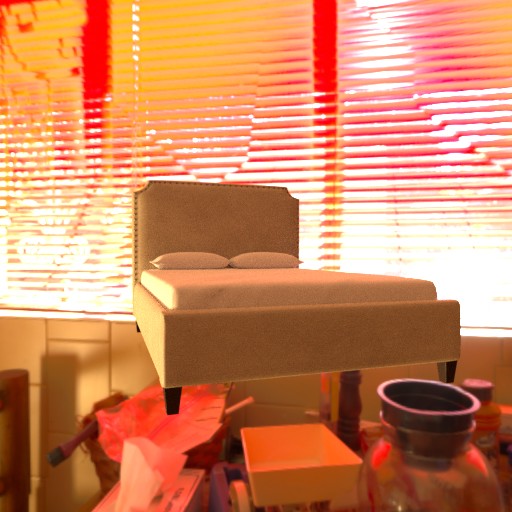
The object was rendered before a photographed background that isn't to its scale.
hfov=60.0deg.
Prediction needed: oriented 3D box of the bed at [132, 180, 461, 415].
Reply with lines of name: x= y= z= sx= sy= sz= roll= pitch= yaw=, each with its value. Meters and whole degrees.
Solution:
bed: x=0.000 y=0.000 z=3.371 sx=1.712 sy=1.443 sz=2.372 roll=0 pitch=0 yaw=-18
